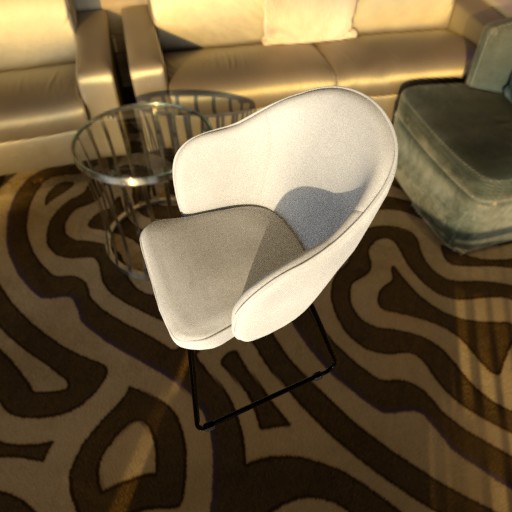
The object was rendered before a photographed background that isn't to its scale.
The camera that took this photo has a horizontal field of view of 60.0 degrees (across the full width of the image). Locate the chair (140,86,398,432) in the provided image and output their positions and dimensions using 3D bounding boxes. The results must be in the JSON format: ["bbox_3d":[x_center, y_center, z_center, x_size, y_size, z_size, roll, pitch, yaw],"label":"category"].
[{"bbox_3d":[0.000,0.000,1.238,0.592,0.817,0.570,-17,49,-15],"label":"chair"}]
